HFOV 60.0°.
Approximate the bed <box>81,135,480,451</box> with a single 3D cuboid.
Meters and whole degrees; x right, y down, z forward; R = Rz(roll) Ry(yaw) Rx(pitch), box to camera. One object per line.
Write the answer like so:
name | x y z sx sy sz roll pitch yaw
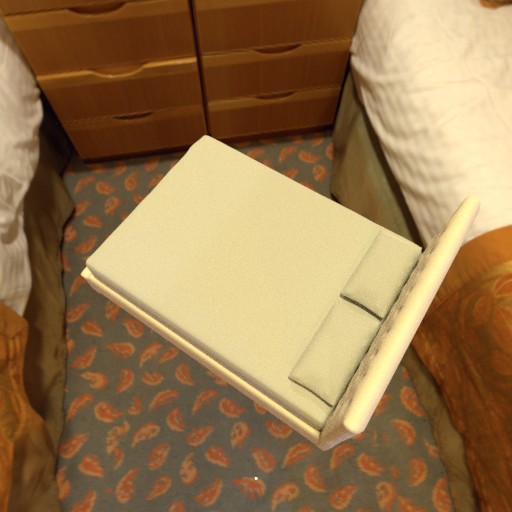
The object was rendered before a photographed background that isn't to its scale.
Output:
bed | 0.000 0.000 3.425 2.387 1.427 1.698 31 67 14
